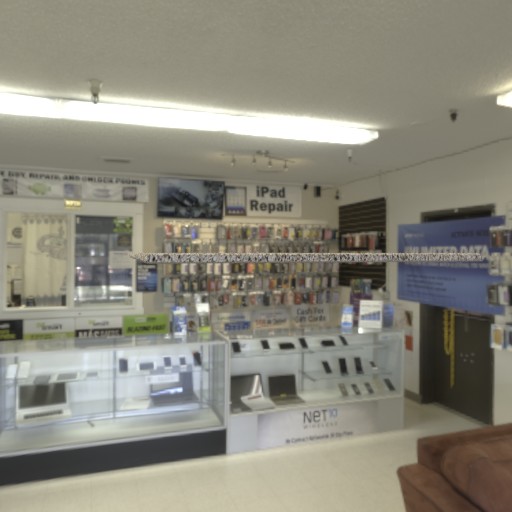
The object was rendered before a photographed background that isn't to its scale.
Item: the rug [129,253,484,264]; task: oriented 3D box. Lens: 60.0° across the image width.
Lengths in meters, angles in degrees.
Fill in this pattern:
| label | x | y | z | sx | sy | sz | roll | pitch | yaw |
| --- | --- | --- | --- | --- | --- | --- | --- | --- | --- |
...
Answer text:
| label | x | y | z | sx | sy | sz | roll | pitch | yaw |
| --- | --- | --- | --- | --- | --- | --- | --- | --- | --- |
| rug | 0.000 | 0.000 | 2.298 | 1.219 | 0.030 | 1.778 | 0 | 0 | -17 |
